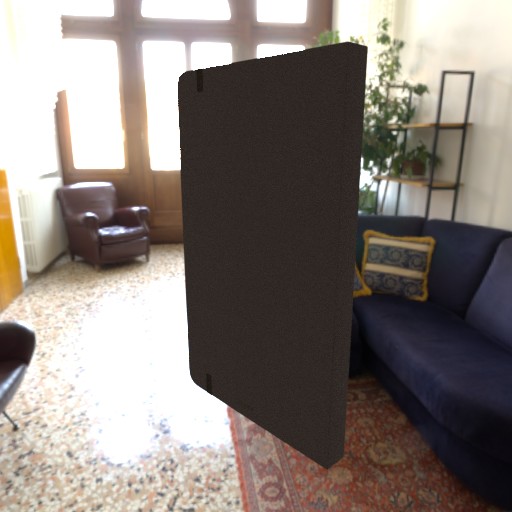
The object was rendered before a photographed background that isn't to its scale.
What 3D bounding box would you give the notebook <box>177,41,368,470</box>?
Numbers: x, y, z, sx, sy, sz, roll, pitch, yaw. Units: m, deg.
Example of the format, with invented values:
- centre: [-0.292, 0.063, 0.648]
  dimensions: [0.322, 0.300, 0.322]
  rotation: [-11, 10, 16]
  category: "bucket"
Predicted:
- centre: [0.000, 0.000, 0.261]
  dimensions: [0.016, 0.213, 0.127]
  rotation: [-14, 20, -42]
  category: "notebook"
